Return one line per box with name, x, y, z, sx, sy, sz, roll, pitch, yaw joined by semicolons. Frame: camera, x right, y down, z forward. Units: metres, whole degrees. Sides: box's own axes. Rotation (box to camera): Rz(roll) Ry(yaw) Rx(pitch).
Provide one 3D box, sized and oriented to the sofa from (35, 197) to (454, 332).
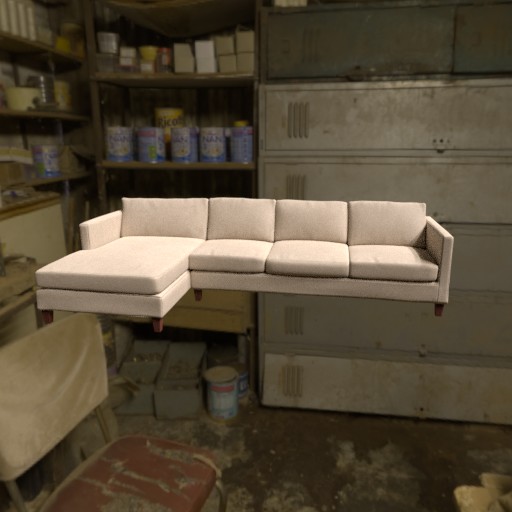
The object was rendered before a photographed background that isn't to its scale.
sofa;0.000;0.000;3.868;3.186;0.846;1.625;3;15;10
